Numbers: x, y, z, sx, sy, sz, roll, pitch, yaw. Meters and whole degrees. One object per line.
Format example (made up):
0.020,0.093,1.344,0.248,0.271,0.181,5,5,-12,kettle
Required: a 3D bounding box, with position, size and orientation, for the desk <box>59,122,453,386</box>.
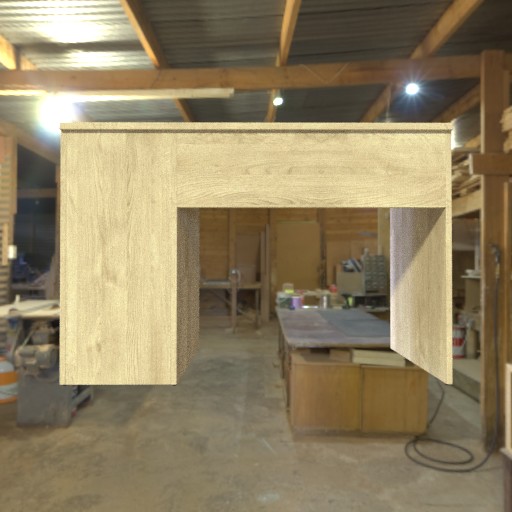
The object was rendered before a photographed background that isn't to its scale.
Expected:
0.000,0.000,1.507,1.097,0.735,0.560,0,-1,0,desk
